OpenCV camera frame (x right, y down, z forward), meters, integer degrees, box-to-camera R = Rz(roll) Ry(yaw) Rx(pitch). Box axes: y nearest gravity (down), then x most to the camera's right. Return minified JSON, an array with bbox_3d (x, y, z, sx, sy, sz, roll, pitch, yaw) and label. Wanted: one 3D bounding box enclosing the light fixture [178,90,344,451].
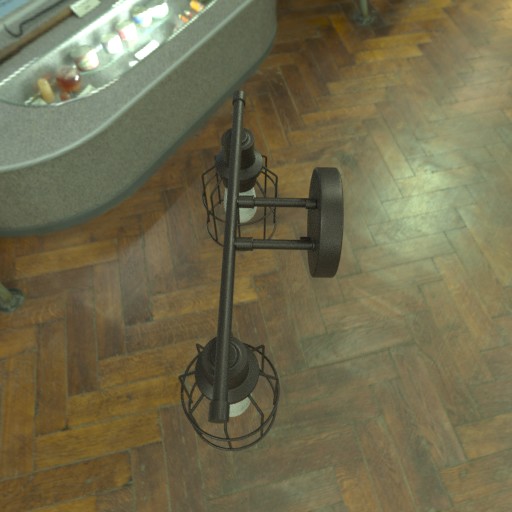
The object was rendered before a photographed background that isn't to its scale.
[{"bbox_3d":[0.000,0.000,0.530,0.165,0.254,0.406,1,58,1],"label":"light fixture"}]
